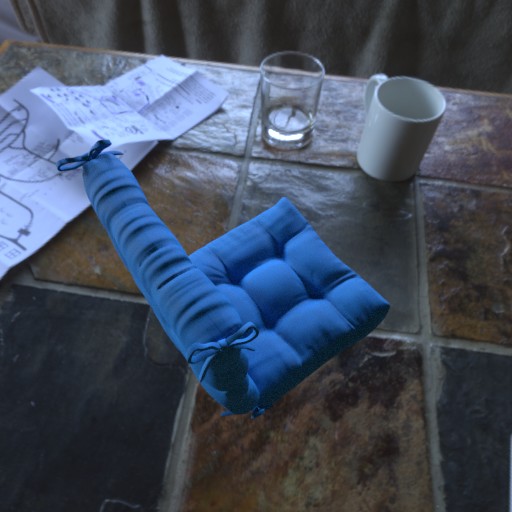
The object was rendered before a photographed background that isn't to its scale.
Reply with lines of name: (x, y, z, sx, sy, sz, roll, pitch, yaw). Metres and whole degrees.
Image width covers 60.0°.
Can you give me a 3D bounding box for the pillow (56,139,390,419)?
pillow: (0.000, 0.000, 1.026, 0.571, 0.605, 0.519, -31, 62, -18)
